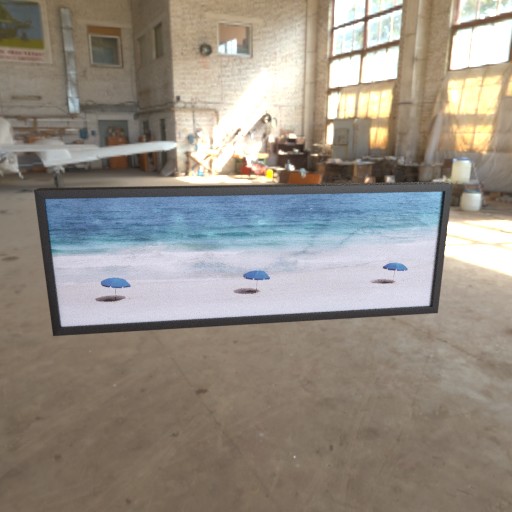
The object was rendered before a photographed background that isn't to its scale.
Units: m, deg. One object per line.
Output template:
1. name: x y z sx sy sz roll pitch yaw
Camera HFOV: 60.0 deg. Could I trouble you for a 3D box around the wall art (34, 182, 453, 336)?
1. wall art: 0.000 0.000 0.961 0.860 0.303 0.037 -2 15 -8
